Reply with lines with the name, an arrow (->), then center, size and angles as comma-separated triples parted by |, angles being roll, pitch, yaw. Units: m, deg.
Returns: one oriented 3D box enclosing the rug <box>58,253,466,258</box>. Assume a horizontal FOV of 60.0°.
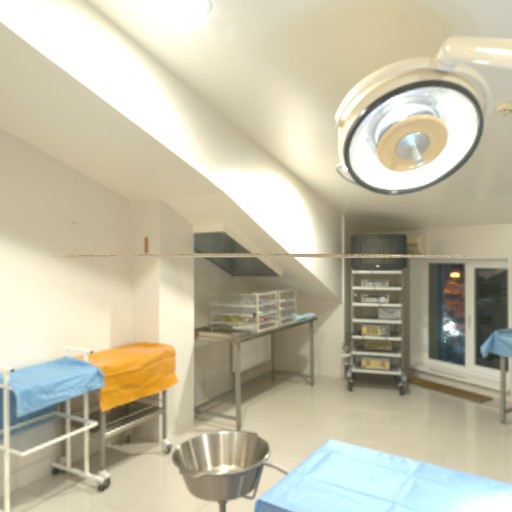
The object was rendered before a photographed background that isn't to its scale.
rug -> 0.000, 0.000, 3.094 | 2.465, 0.023, 1.619 | 0, 0, 36
